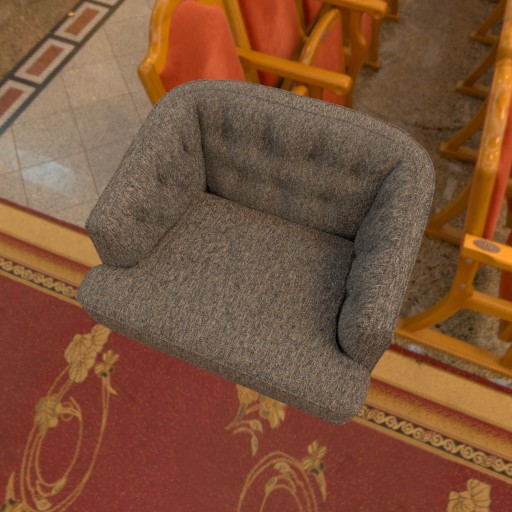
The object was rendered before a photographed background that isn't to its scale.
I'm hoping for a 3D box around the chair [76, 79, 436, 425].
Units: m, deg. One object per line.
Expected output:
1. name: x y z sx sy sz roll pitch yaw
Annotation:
1. chair: 0.000 0.000 1.753 1.104 0.852 0.941 20 61 11
